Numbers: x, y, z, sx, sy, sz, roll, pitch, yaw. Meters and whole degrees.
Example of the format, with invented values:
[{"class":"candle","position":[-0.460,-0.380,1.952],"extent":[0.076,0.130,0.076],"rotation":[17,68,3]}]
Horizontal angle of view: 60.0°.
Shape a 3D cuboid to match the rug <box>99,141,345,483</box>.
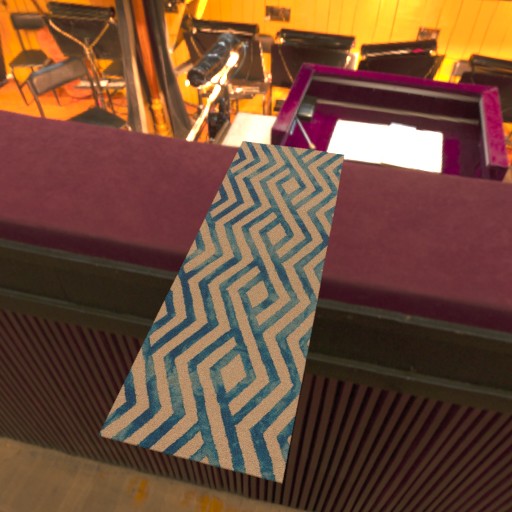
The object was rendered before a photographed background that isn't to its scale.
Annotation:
[{"class":"rug","position":[0.000,0.000,1.644],"extent":[0.503,0.007,1.492],"rotation":[10,47,9]}]
